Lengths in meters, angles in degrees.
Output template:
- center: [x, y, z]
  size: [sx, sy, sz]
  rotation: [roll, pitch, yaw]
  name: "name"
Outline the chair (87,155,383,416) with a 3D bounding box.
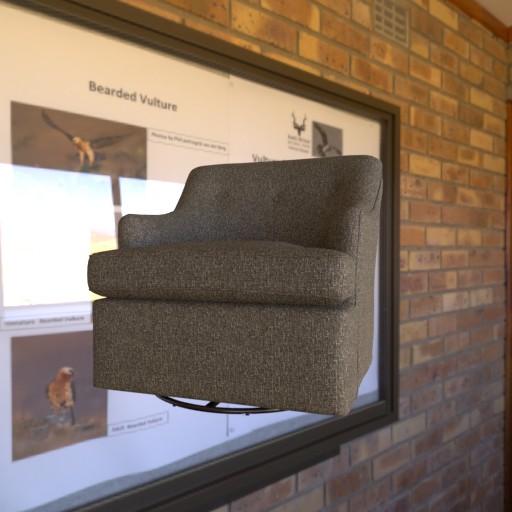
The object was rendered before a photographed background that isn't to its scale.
- center: [0.000, 0.000, 1.614]
  size: [0.864, 0.856, 0.923]
  rotation: [0, 0, 19]
  name: "chair"
